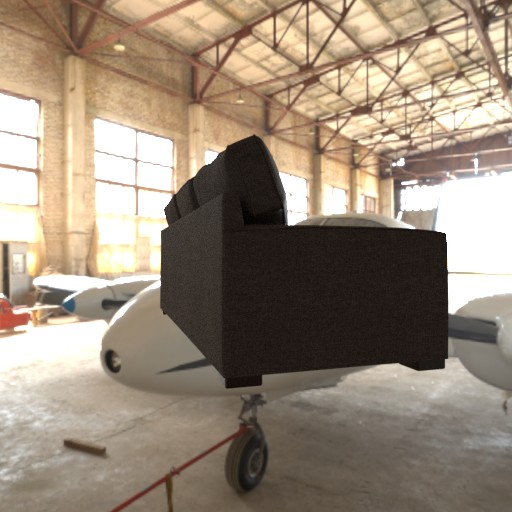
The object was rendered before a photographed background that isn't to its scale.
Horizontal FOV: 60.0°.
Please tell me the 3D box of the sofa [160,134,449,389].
[{"bbox_3d":[0.000,0.000,2.871,1.004,0.978,2.369,0,0,-18],"label":"sofa"}]
